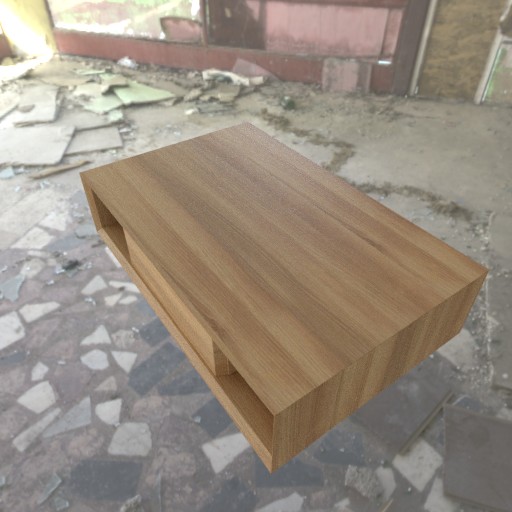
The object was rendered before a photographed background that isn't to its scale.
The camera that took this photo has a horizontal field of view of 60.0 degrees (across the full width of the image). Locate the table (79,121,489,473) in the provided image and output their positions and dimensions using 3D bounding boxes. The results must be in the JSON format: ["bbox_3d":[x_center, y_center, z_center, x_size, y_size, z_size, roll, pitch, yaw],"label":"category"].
[{"bbox_3d":[0.000,0.000,1.439,0.700,0.330,1.100,-25,47,-26],"label":"table"}]
